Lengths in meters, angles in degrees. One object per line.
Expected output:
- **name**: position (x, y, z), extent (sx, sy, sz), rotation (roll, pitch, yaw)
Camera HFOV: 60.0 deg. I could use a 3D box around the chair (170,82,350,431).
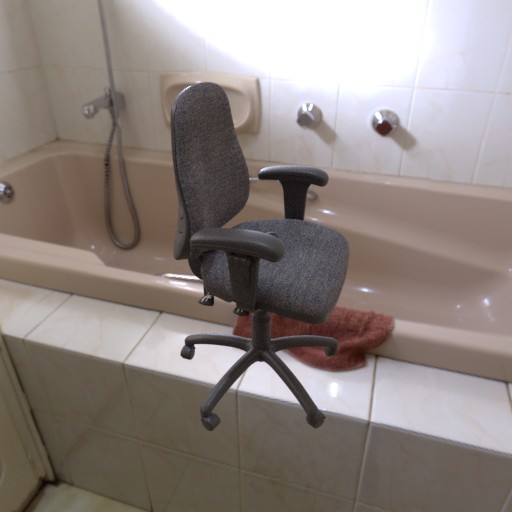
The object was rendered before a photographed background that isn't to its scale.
- **chair**: position (0.000, 0.000, 1.264), extent (0.530, 0.910, 0.550), rotation (10, 32, 17)
